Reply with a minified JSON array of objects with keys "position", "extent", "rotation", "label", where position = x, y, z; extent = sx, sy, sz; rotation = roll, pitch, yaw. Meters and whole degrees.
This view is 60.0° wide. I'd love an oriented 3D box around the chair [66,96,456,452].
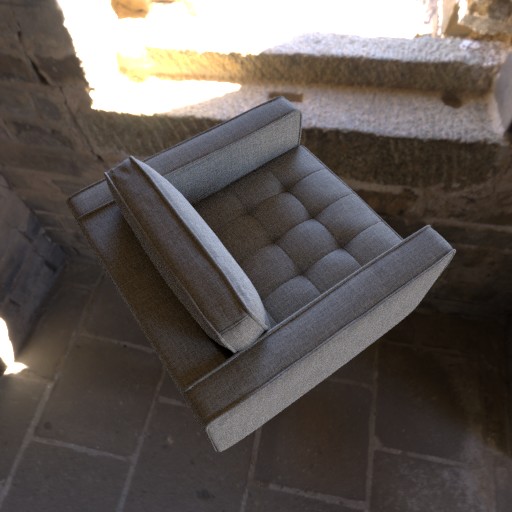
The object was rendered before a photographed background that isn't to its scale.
[{"position":[0.000,0.000,1.548],"extent":[0.914,0.765,0.889],"rotation":[-31,63,-18],"label":"chair"}]
